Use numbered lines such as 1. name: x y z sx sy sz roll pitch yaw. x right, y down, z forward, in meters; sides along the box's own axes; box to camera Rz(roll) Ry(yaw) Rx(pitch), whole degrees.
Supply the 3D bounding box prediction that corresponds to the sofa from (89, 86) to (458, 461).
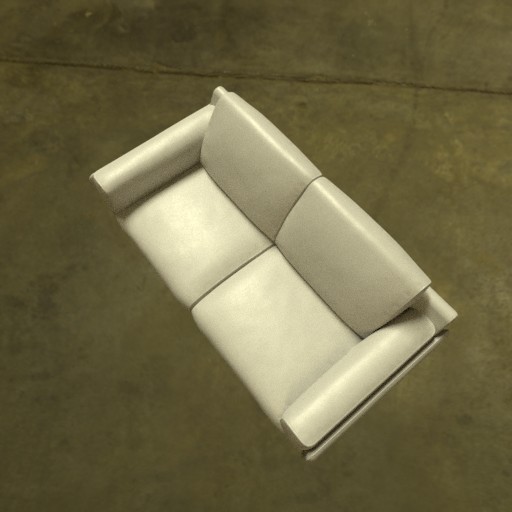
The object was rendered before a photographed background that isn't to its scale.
1. sofa: 0.000 0.000 2.676 1.049 0.930 2.101 -36 70 -15
